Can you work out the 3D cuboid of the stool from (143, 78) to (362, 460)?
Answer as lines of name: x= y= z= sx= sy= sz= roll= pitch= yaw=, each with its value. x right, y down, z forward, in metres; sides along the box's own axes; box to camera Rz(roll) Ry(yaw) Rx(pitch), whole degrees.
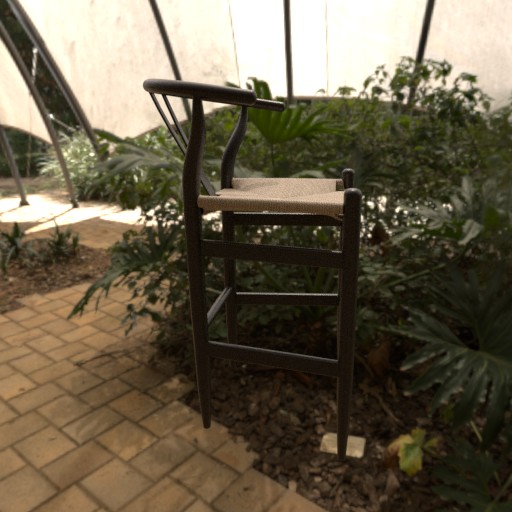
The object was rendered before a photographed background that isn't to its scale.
stool: x=0.000 y=0.000 z=1.314 sx=0.579 sy=0.970 sz=0.569 roll=3 pitch=17 yaw=10
